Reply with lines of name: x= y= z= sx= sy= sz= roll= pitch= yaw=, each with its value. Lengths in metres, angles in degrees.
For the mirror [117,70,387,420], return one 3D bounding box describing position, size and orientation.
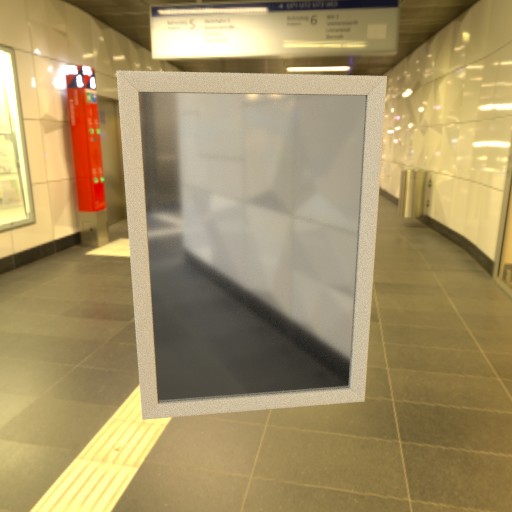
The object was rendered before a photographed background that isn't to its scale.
mirror: x=0.000 y=0.000 z=0.931 sx=0.507 sy=0.710 sz=0.040 roll=-2 pitch=15 yaw=-8
